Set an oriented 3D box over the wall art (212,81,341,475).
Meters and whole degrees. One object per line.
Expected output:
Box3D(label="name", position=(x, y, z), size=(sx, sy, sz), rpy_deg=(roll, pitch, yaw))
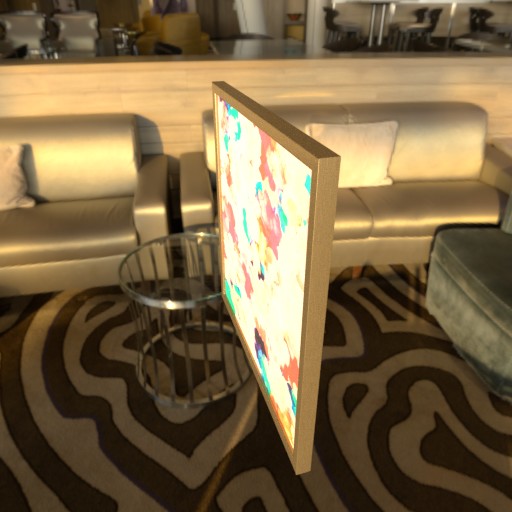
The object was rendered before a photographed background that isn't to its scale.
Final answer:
Box3D(label="wall art", position=(0.000, 0.000, 1.178), size=(0.036, 0.765, 0.767), rpy_deg=(-9, 31, -15))
